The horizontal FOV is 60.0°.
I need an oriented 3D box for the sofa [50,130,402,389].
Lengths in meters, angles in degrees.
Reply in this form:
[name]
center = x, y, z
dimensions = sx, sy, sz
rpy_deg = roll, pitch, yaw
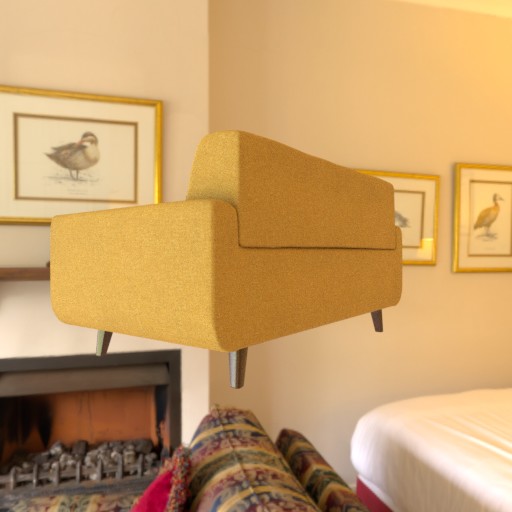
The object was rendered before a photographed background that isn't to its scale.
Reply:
[sofa]
center = 0.000, 0.000, 2.173
dimensions = 0.909, 0.841, 1.631
rpy_deg = 0, 1, 37
